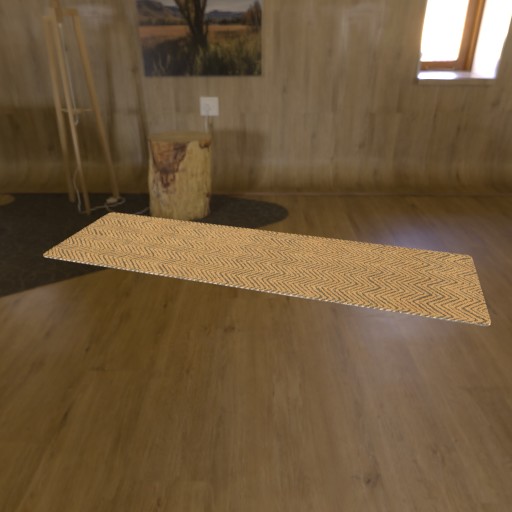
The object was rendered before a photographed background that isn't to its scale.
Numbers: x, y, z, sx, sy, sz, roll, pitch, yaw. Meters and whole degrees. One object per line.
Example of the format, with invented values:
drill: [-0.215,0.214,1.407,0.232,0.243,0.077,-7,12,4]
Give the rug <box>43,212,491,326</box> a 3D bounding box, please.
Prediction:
rug: [0.000,0.000,2.457,2.286,0.008,0.686,8,28,15]
